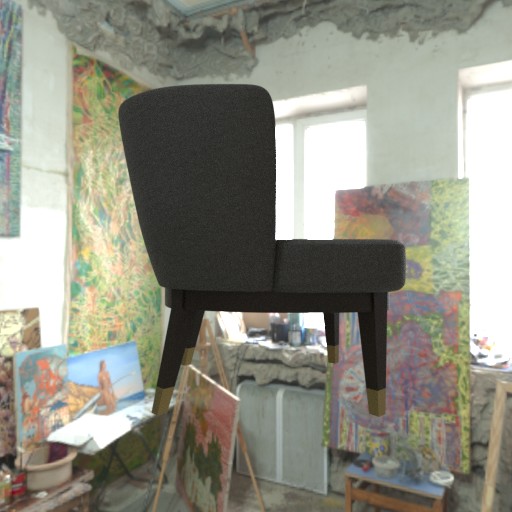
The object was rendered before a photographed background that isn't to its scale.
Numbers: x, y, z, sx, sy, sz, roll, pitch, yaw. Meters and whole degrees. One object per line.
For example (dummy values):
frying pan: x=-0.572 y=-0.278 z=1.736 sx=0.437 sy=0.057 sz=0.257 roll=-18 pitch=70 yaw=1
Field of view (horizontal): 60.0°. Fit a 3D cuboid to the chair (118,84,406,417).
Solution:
chair: x=0.000 y=0.000 z=1.203 sx=0.698 sy=0.695 sz=0.639 roll=0 pitch=0 yaw=-2
